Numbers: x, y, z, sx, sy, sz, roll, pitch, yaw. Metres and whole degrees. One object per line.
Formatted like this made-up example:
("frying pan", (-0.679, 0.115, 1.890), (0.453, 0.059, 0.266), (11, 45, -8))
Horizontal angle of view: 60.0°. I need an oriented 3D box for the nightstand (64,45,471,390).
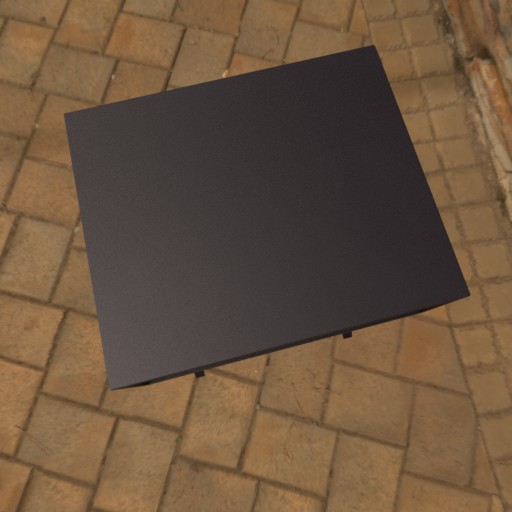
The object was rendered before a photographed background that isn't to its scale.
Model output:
("nightstand", (0.000, 0.000, 0.915), (0.479, 0.623, 0.402), (-14, 76, -4))
